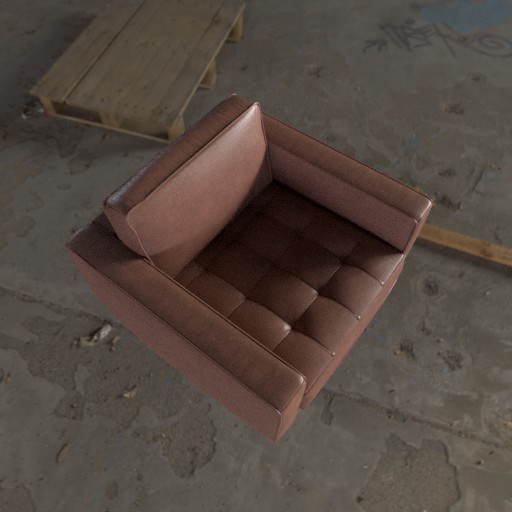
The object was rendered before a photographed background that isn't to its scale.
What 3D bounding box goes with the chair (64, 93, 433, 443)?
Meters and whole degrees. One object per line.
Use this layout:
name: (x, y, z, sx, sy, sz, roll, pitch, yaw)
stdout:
chair: (0.000, 0.000, 1.597, 0.900, 0.770, 0.920, 33, 64, 19)
